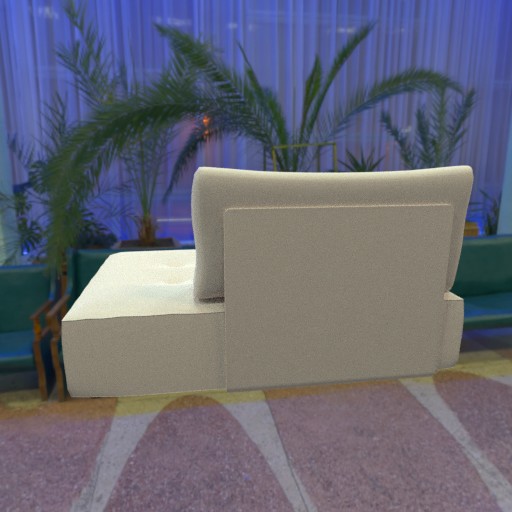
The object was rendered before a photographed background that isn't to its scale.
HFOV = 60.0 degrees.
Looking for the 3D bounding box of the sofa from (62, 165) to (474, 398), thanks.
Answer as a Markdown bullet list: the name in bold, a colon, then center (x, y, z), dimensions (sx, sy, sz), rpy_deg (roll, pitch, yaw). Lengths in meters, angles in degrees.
- **sofa**: center (0.000, 0.000, 2.001), dimensions (1.450, 0.820, 1.000), rpy_deg (-2, 13, -9)
